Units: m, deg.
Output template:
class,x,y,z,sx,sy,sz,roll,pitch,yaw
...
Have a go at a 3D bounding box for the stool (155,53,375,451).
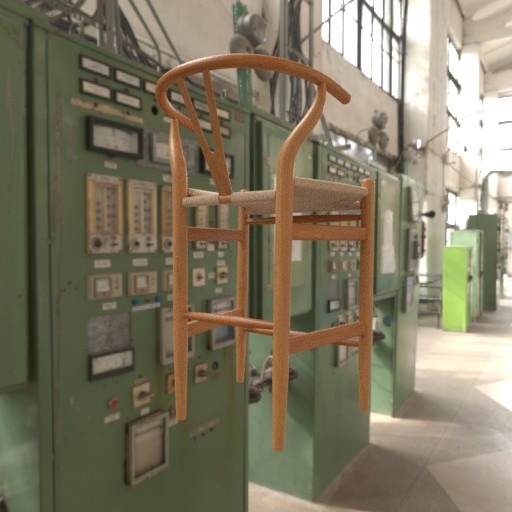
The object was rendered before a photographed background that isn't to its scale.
class,x,y,z,sx,sy,sz,roll,pitch,yaw
stool,0.000,0.000,1.330,0.569,0.970,0.579,1,2,35
